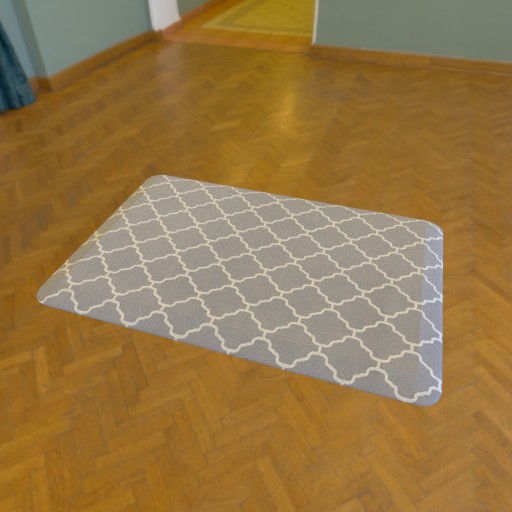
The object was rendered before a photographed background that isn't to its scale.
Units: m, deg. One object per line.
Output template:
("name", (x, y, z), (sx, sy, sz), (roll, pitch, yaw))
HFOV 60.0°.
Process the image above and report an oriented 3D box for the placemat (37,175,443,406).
("placemat", (0.000, 0.000, 0.946), (0.762, 0.021, 0.508), (12, 42, 14))
